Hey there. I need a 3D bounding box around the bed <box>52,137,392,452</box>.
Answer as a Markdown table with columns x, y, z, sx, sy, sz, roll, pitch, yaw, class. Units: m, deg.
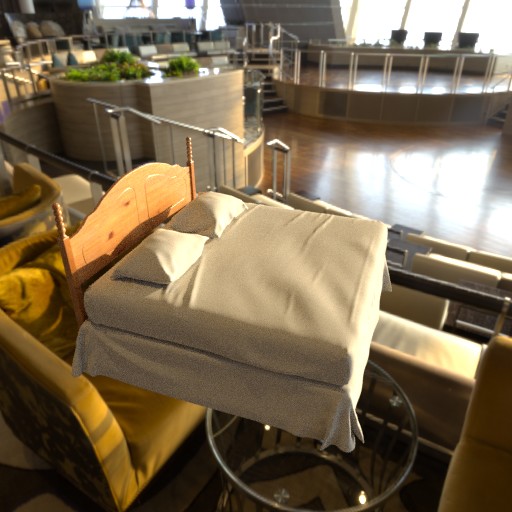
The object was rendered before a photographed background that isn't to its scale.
| x | y | z | sx | sy | sz | roll | pitch | yaw | class |
| --- | --- | --- | --- | --- | --- | --- | --- | --- | --- |
| 0.000 | 0.000 | 3.696 | 2.219 | 1.355 | 2.322 | 10 | 31 | 18 | bed |
